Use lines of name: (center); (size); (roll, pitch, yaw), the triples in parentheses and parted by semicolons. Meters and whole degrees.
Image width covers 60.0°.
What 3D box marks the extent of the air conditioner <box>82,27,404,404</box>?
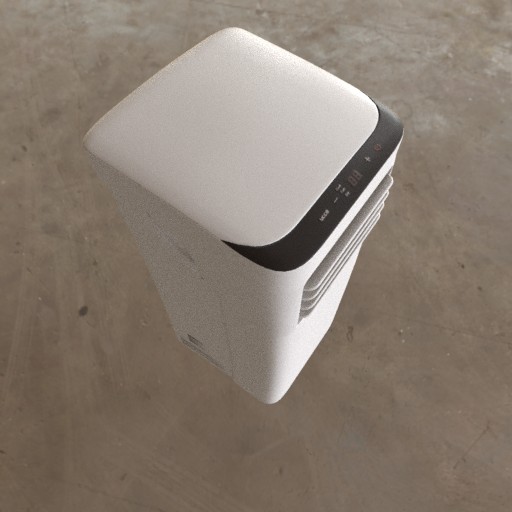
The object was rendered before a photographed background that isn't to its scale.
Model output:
air conditioner: (0.000, 0.000, 0.906); (0.369, 0.716, 0.352); (31, 62, 18)
